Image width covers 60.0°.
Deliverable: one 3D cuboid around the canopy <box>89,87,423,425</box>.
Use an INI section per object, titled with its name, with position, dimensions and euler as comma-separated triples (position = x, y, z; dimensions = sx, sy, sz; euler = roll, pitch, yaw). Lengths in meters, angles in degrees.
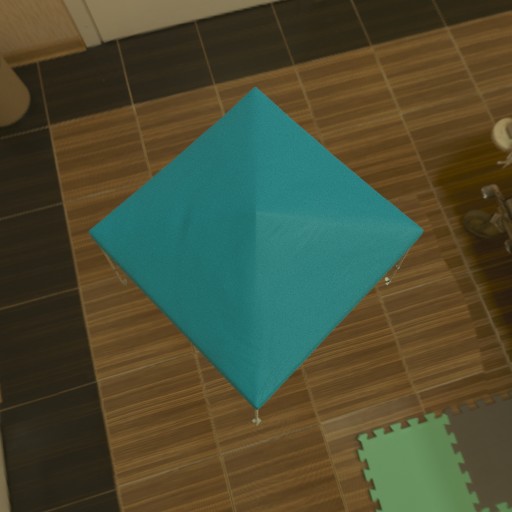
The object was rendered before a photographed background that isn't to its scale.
[canopy]
position = 0.000, 0.000, 6.624
dimensions = 3.599, 3.600, 3.600
euler = 44, 79, 11
